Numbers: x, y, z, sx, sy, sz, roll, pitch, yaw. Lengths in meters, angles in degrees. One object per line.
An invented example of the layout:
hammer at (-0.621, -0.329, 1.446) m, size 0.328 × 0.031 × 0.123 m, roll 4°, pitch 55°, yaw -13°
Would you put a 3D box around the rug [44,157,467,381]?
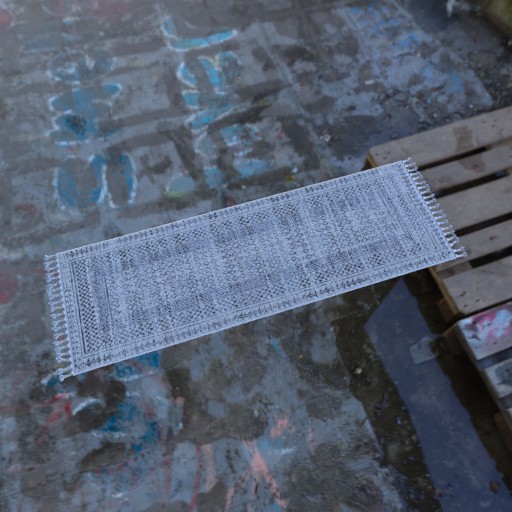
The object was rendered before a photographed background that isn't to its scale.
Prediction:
rug at (0.000, 0.000, 2.690) m, size 2.480 × 0.013 × 0.786 m, roll -16°, pitch 66°, yaw -7°
